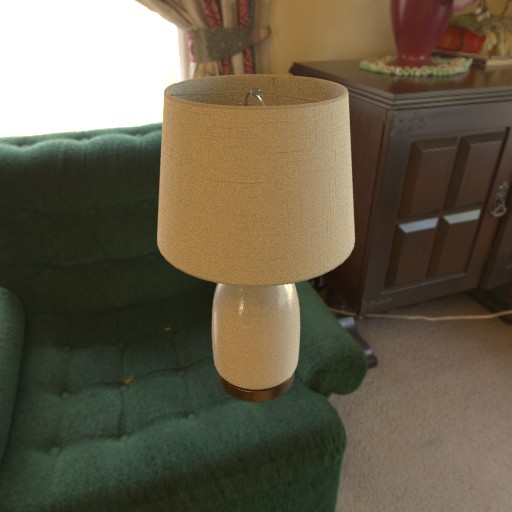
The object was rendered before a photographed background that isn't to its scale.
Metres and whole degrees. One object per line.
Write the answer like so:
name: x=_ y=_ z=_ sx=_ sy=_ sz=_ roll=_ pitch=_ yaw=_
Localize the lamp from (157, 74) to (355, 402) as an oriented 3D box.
lamp: x=0.000 y=0.000 z=0.672 sx=0.285 sy=0.483 sz=0.285 roll=0 pitch=30 yaw=0
